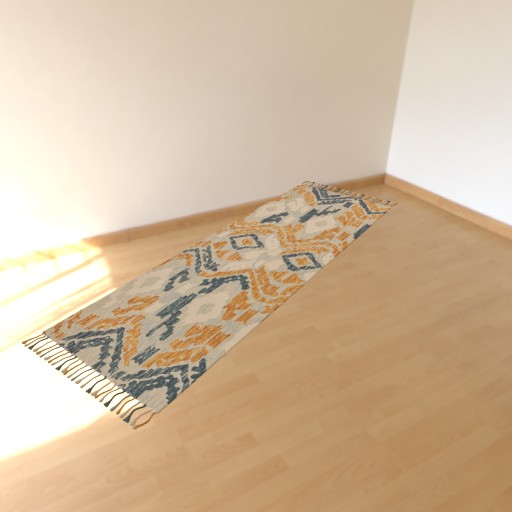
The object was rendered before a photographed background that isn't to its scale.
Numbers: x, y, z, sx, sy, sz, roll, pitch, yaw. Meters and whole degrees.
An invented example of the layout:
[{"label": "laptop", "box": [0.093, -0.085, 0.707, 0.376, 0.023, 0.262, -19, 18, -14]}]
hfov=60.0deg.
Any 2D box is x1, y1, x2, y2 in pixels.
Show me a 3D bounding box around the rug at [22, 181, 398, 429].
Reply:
[{"label": "rug", "box": [0.000, 0.000, 2.590, 0.783, 0.010, 2.437, 21, 36, 31]}]
